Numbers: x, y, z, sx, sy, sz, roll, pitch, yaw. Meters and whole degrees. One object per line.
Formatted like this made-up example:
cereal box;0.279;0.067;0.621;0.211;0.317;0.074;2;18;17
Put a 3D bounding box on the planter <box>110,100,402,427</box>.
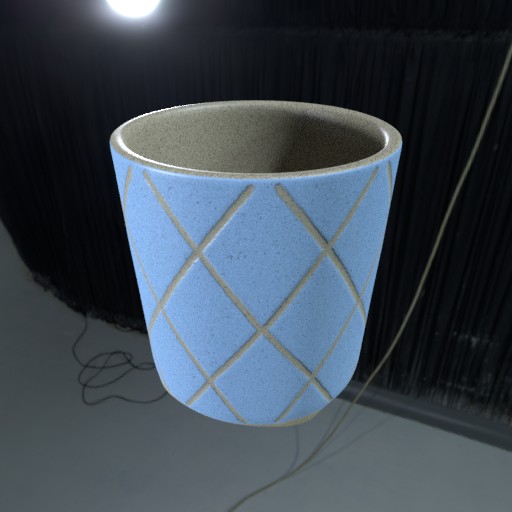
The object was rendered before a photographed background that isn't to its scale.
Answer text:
planter;0.000;0.000;0.349;0.191;0.200;0.191;0;30;0
